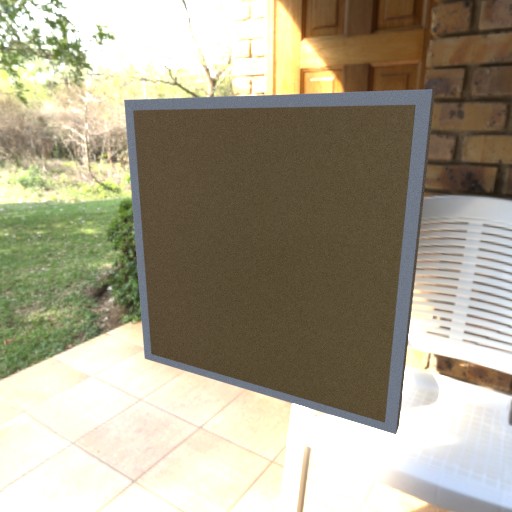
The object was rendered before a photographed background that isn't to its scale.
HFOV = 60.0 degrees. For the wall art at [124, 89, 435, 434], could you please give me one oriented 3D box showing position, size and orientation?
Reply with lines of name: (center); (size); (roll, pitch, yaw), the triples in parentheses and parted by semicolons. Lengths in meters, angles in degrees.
wall art: (0.000, 0.000, 1.119); (0.763, 0.761, 0.038); (8, 18, 26)
